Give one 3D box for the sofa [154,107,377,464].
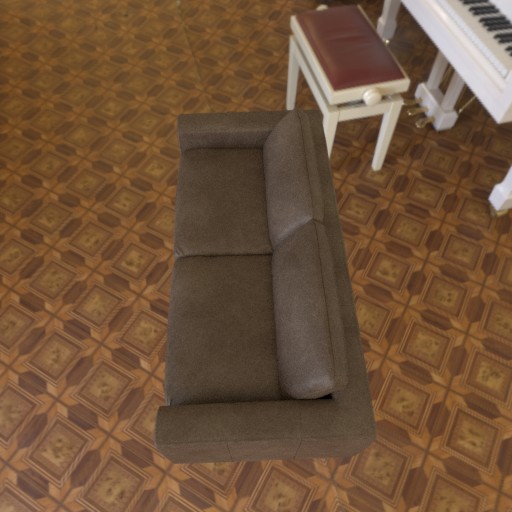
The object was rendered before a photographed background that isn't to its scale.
[{"bbox_3d":[0.000,0.000,2.771,1.070,0.801,2.262,-2,58,-1],"label":"sofa"}]
